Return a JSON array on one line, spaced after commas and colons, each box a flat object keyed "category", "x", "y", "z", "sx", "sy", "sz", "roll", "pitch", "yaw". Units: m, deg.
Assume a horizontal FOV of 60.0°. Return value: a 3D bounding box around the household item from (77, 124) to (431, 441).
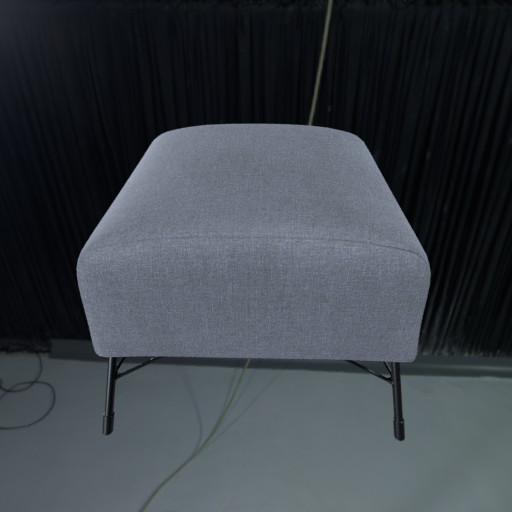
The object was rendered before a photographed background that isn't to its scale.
[{"category": "household item", "x": 0.000, "y": 0.000, "z": 0.879, "sx": 0.530, "sy": 0.410, "sz": 0.530, "roll": 1, "pitch": 33, "yaw": 1}]
